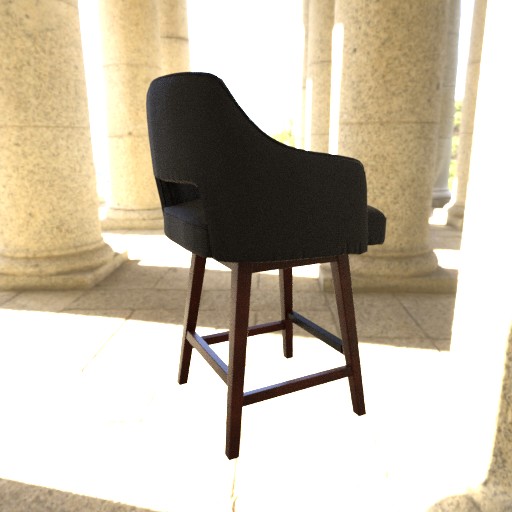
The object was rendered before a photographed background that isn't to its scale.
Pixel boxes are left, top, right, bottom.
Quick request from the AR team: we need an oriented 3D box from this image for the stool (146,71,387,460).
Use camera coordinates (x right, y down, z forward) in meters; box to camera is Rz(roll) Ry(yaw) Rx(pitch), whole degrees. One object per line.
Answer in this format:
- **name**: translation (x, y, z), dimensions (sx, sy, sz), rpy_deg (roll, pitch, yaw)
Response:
- **stool**: translation (0.000, 0.000, 1.258), dimensions (0.558, 0.912, 0.548), rpy_deg (-7, 15, -26)
